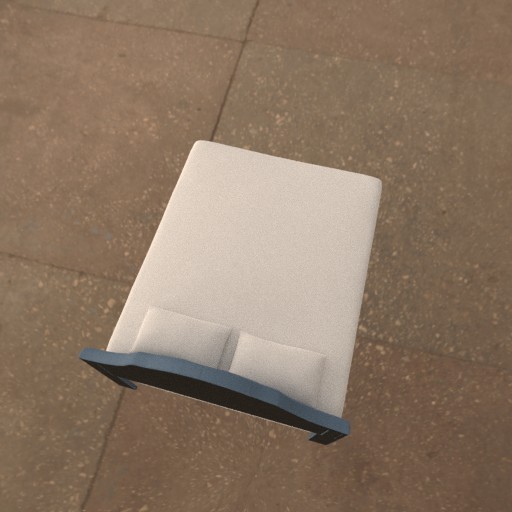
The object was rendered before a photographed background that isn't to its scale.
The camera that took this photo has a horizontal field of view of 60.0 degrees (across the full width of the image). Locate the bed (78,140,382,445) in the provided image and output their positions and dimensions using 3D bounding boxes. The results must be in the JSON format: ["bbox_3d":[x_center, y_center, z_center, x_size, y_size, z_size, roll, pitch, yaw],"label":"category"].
[{"bbox_3d":[0.000,0.000,3.801,2.039,1.617,2.477,14,64,7],"label":"bed"}]
